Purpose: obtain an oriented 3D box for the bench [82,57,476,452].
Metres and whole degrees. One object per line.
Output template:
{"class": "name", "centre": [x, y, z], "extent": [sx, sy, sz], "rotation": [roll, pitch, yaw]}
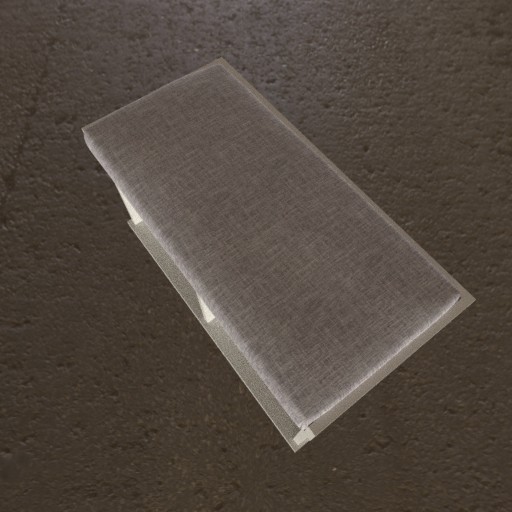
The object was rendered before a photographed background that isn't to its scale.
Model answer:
{"class": "bench", "centre": [0.000, 0.000, 0.999], "extent": [0.362, 0.461, 0.734], "rotation": [-34, 68, -16]}
